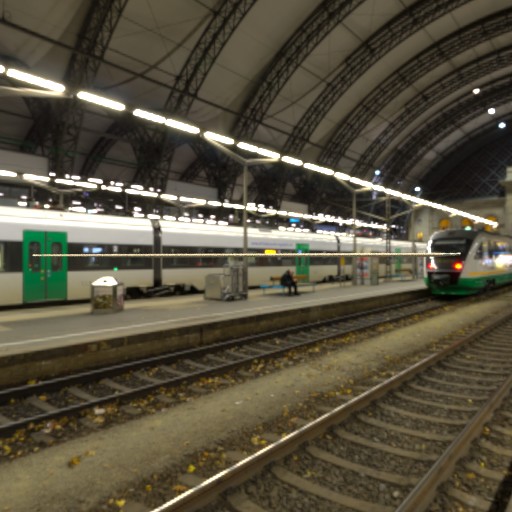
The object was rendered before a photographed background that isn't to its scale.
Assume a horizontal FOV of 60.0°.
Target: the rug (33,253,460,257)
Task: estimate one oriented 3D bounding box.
[{"bbox_3d":[0.000,0.000,3.126,2.438,0.010,1.524,0,-1,17],"label":"rug"}]
